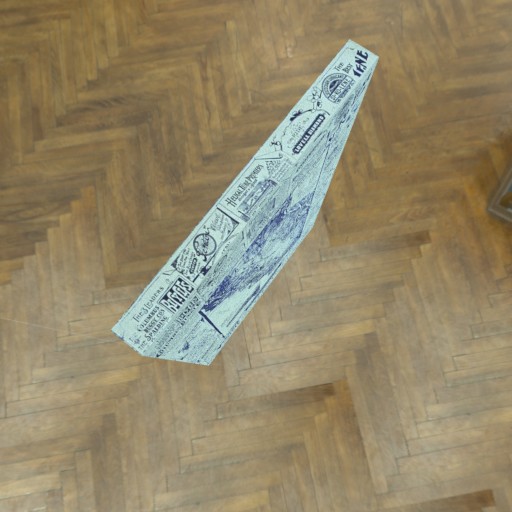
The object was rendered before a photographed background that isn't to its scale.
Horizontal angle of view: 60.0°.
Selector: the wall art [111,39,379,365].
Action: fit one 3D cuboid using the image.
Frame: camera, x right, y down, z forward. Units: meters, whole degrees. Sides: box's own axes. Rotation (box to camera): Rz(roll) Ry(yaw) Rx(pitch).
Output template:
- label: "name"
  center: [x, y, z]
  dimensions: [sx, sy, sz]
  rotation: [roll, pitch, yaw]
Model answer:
- label: "wall art"
  center: [0.000, 0.000, 0.468]
  dimensions: [0.025, 0.376, 0.255]
  rotation: [36, 78, 9]
